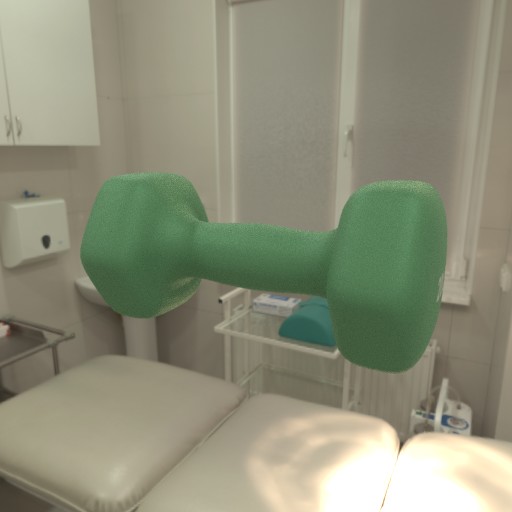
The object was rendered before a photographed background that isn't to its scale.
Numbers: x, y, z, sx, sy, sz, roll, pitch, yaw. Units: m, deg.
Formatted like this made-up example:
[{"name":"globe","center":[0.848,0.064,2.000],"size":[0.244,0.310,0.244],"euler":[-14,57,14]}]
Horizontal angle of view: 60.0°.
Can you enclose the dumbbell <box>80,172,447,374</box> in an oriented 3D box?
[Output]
[{"name":"dumbbell","center":[0.000,0.000,0.331],"size":[0.260,0.117,0.129],"euler":[7,15,27]}]
